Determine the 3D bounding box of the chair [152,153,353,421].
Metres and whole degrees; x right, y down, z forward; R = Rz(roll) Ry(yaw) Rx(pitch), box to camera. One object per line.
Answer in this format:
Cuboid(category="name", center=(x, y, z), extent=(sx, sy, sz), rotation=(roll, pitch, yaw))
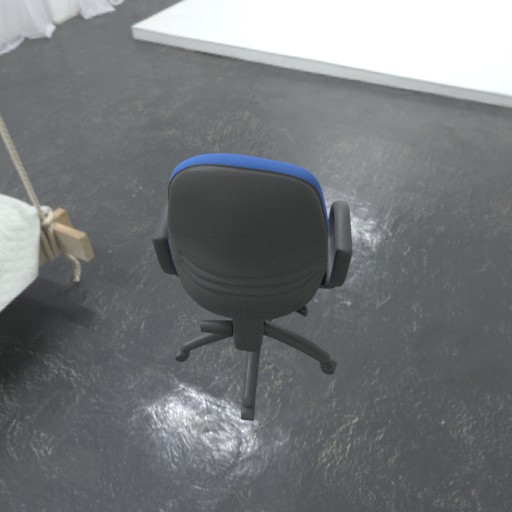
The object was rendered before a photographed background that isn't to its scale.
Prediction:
Cuboid(category="chair", center=(0.000, 0.000, 1.227), extent=(0.552, 0.905, 0.549), rotation=(4, 45, 4))
